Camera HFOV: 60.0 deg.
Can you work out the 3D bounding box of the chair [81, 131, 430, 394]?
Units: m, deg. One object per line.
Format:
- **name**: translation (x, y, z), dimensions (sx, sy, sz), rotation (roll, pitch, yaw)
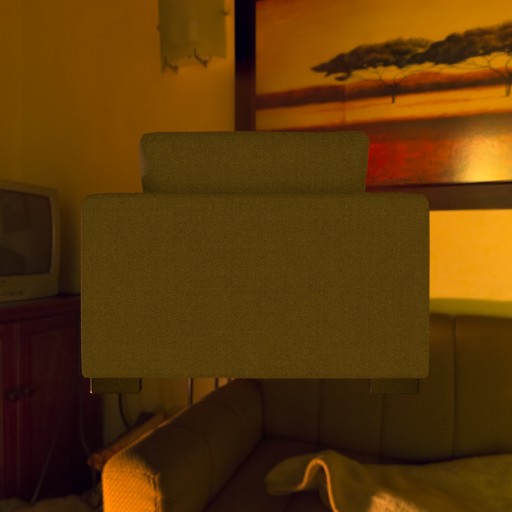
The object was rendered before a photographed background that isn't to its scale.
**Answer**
- **chair**: translation (0.000, 0.000, 1.890), dimensions (1.070, 0.847, 1.100), rotation (0, 0, 0)
